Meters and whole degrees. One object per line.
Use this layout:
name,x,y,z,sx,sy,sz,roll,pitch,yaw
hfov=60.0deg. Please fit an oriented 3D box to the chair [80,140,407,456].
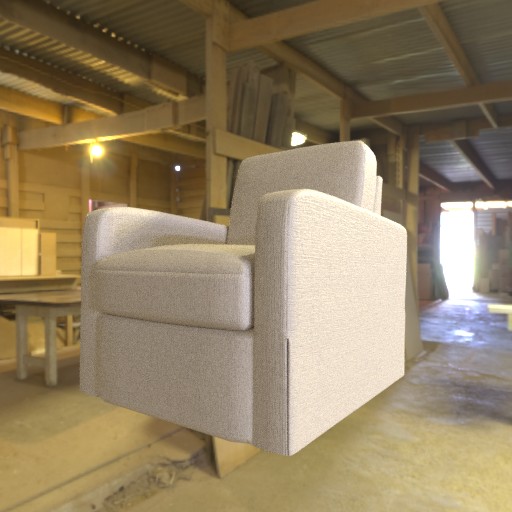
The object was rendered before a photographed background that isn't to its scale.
chair,0.000,0.000,1.460,0.755,0.827,0.888,0,0,36
